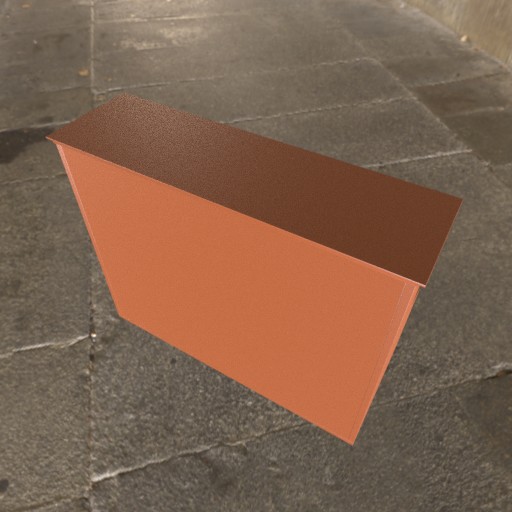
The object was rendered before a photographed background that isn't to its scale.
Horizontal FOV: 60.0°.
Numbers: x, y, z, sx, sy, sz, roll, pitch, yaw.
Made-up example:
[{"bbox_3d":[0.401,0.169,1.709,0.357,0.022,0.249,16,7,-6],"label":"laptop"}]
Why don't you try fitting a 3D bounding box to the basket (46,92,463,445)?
[{"bbox_3d":[0.000,0.000,1.115,0.792,0.625,0.376,23,50,21],"label":"basket"}]
